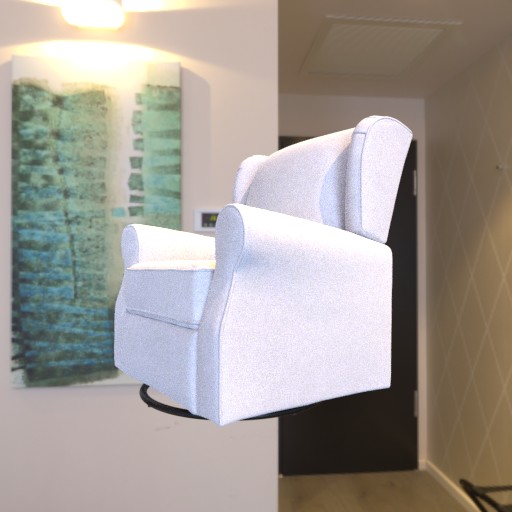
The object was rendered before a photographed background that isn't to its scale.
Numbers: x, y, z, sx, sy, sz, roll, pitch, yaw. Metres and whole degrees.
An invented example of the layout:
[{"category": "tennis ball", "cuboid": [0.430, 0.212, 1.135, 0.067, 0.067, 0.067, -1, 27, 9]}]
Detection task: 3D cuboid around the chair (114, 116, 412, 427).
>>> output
[{"category": "chair", "cuboid": [0.000, 0.000, 1.662, 0.854, 0.967, 0.906, 1, -1, -36]}]
